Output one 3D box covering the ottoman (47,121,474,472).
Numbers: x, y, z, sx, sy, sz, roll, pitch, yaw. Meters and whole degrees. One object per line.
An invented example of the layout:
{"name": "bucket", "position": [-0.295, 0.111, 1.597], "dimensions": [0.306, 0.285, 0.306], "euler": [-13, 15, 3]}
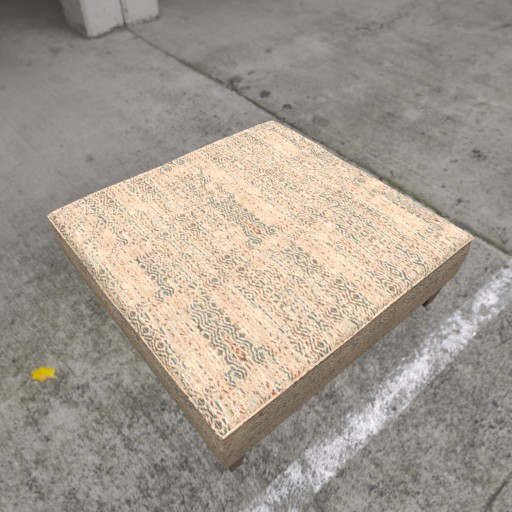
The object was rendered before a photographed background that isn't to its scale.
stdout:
{"name": "ottoman", "position": [0.000, 0.000, 1.519], "dimensions": [1.004, 0.356, 0.968], "euler": [-31, 53, -27]}
